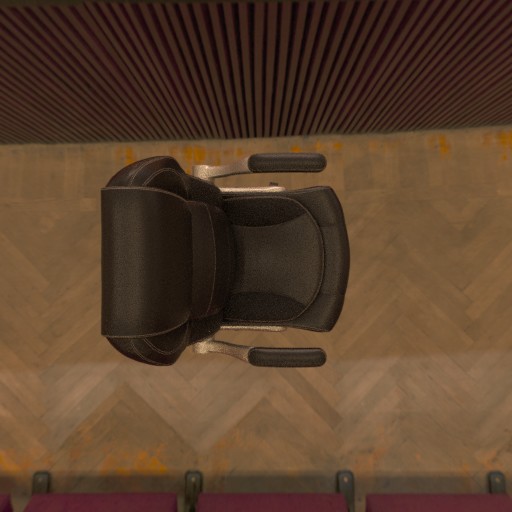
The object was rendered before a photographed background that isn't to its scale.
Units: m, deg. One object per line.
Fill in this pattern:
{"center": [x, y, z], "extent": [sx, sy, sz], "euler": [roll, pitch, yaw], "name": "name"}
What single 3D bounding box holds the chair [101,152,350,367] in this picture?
{"center": [0.000, 0.000, 1.657], "extent": [0.801, 1.141, 0.724], "euler": [0, 90, 1], "name": "chair"}
